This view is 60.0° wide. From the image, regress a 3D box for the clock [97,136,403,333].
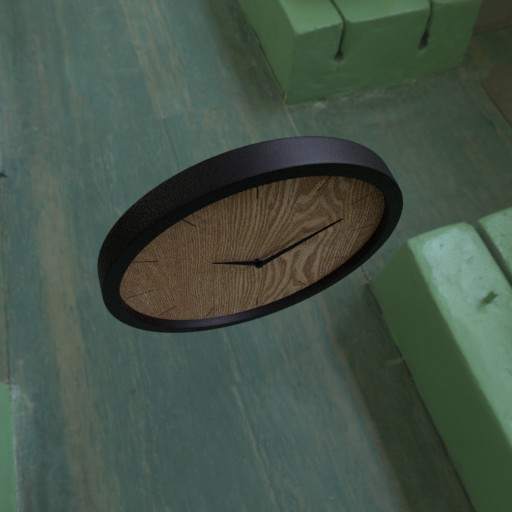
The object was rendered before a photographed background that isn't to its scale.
[{"bbox_3d":[0.000,0.000,0.465,0.314,0.314,0.029,-17,64,-8],"label":"clock"}]
